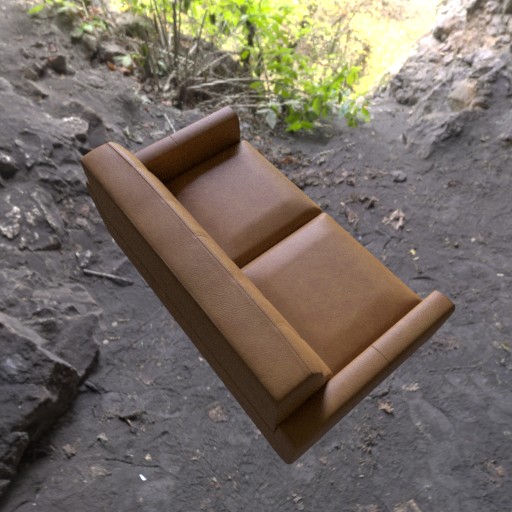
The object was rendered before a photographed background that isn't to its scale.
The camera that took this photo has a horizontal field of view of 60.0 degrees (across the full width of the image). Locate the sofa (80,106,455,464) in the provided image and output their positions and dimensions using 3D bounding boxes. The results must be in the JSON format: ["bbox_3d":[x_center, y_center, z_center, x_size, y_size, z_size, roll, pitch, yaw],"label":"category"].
[{"bbox_3d":[0.000,0.000,2.227,0.952,0.925,1.651,-34,64,-19],"label":"sofa"}]
